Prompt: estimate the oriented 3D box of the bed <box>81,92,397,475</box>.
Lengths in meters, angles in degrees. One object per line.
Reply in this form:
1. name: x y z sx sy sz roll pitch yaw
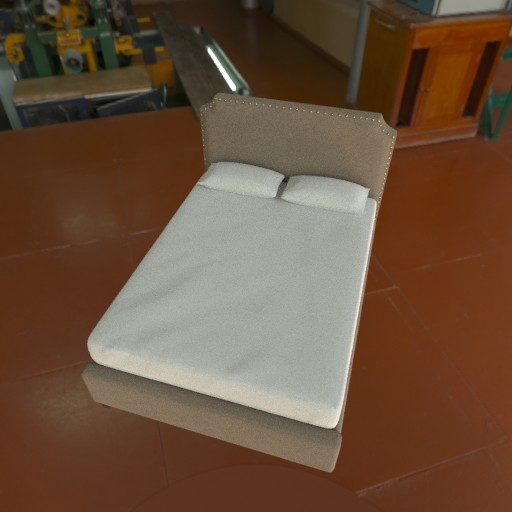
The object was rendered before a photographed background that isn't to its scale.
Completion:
1. bed: 0.000 0.000 3.349 1.703 1.415 2.329 12 44 12
